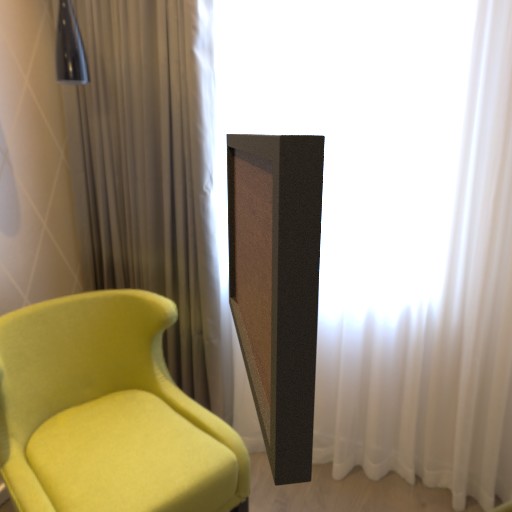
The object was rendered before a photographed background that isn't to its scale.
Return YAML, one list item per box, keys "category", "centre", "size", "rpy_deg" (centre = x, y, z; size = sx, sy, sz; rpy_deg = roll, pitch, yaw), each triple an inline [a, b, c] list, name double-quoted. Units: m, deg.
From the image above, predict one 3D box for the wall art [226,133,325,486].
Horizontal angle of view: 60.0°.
- category: "wall art"
  centre: [0.000, 0.000, 0.859]
  size: [0.051, 0.456, 0.671]
  rpy_deg: [-2, 16, -8]
